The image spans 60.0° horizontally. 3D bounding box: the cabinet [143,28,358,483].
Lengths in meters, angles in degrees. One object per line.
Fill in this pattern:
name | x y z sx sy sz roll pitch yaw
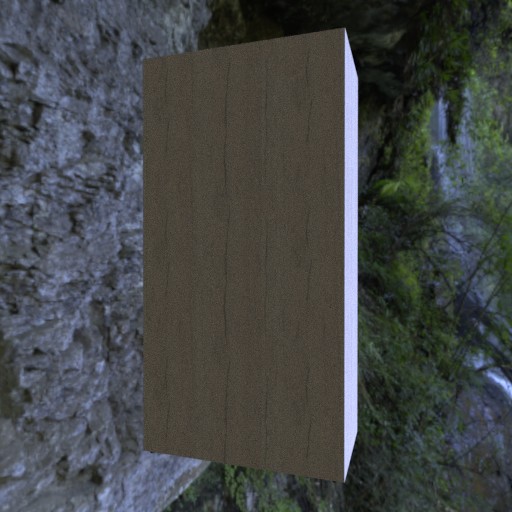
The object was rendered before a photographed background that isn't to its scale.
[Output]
cabinet | 0.000 0.000 2.301 0.980 1.930 0.580 0 0 18
